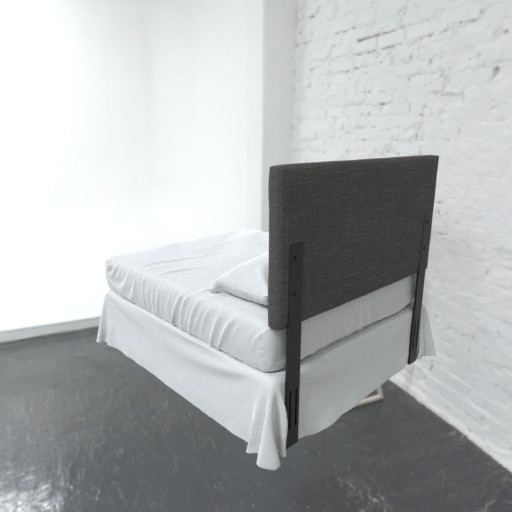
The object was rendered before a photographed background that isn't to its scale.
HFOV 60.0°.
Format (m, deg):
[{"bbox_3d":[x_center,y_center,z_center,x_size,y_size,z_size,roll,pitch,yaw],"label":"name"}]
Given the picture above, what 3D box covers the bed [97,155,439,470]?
[{"bbox_3d":[0.000,0.000,3.496,1.936,1.577,2.222,-14,21,-41],"label":"bed"}]
